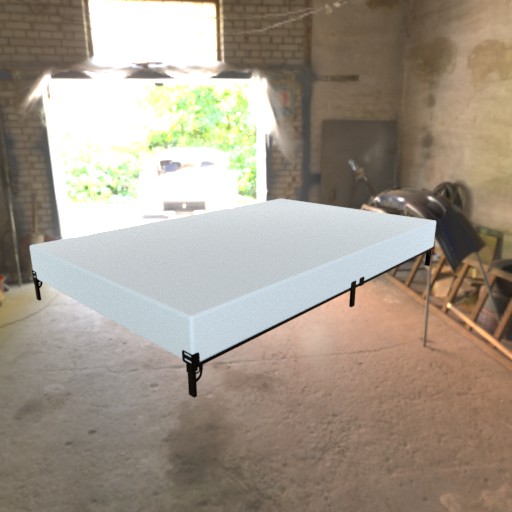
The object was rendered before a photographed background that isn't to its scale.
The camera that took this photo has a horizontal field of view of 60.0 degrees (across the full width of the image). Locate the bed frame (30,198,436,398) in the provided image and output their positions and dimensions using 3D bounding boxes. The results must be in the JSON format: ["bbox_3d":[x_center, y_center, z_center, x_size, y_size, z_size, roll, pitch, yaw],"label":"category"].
[{"bbox_3d":[0.000,0.000,3.828,1.930,0.440,2.987,15,22,41],"label":"bed frame"}]
